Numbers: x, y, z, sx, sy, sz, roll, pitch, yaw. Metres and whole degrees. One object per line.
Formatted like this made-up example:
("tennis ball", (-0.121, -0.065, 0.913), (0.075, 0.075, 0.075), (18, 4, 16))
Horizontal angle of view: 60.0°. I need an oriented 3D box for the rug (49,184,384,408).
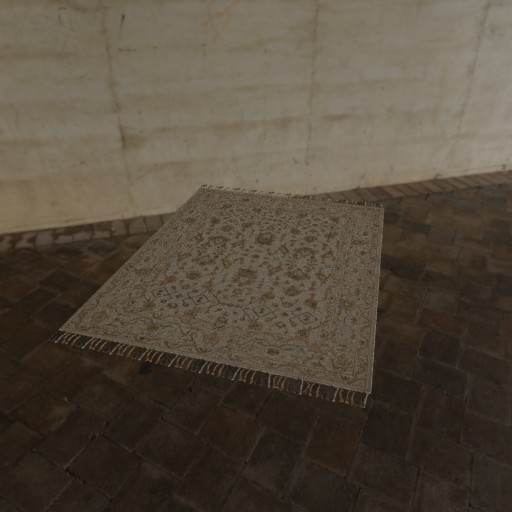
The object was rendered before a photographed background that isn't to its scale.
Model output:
("rug", (0.000, 0.000, 2.359), (1.278, 0.009, 1.726), (8, 32, 13))
